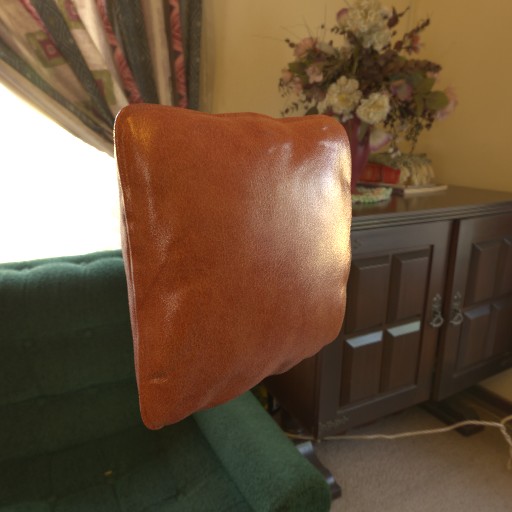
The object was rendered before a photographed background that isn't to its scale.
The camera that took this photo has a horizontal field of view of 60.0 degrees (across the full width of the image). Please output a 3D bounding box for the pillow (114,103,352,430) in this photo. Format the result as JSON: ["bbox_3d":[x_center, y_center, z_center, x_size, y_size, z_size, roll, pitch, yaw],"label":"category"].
[{"bbox_3d":[0.000,0.000,0.836,0.532,0.523,0.236,-14,20,-43],"label":"pillow"}]
